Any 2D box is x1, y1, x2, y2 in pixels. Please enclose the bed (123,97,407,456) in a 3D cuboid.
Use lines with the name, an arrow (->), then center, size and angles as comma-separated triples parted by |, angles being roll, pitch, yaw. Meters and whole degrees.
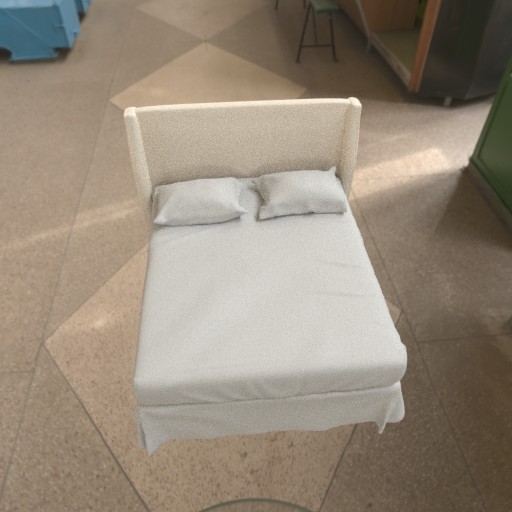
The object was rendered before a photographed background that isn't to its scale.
bed -> 0.000, 0.000, 3.286 | 1.925, 1.332, 2.276 | -4, 46, -4
